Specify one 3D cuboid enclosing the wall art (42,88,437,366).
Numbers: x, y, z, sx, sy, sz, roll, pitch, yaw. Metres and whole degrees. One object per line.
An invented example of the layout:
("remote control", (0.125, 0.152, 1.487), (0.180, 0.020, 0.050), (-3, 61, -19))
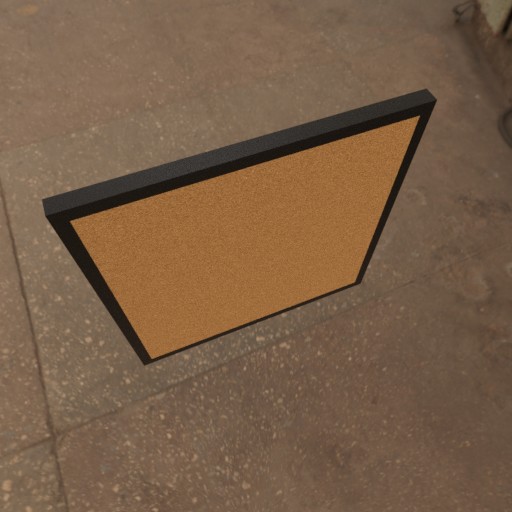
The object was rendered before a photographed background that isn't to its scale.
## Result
("wall art", (0.000, 0.000, 1.134), (0.762, 0.762, 0.038), (-19, 60, -12))
